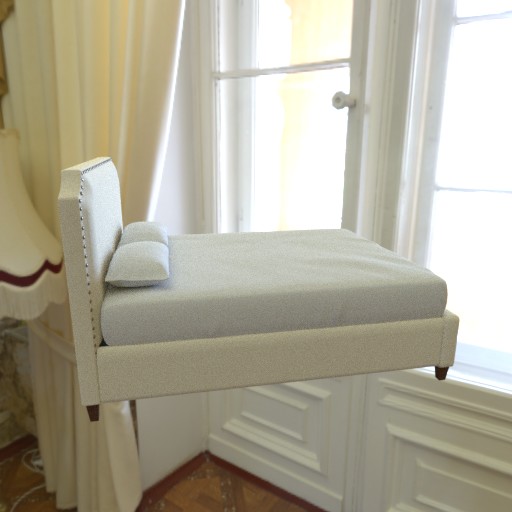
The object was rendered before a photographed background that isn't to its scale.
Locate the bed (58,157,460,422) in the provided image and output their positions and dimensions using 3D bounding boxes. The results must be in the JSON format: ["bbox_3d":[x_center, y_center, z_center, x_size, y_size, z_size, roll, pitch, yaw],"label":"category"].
[{"bbox_3d":[0.000,0.000,3.338,2.329,1.415,1.703,-3,16,-11],"label":"bed"}]
